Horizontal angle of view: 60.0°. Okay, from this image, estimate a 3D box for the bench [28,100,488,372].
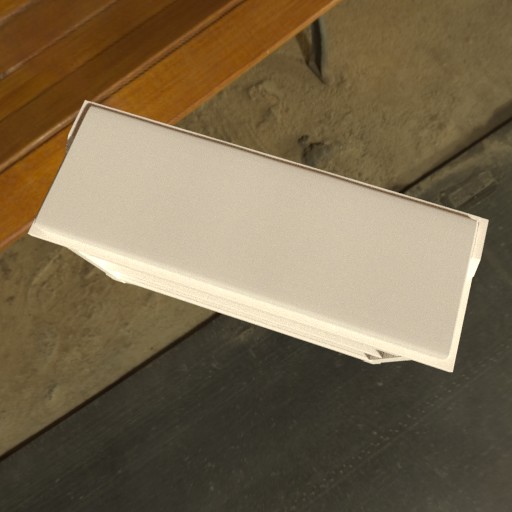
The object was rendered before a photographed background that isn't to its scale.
[{"bbox_3d":[0.000,0.000,1.255,0.987,0.589,0.346,18,76,5],"label":"bench"}]
